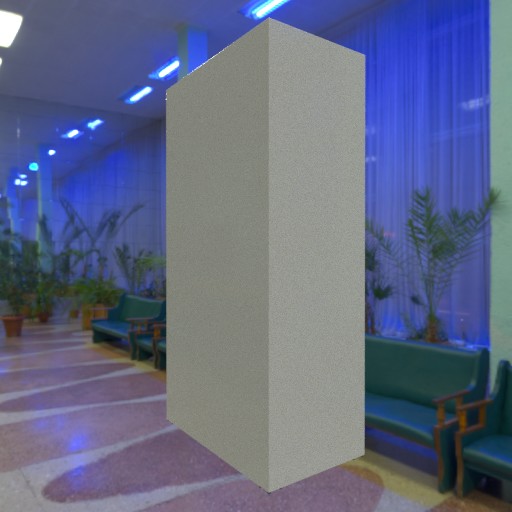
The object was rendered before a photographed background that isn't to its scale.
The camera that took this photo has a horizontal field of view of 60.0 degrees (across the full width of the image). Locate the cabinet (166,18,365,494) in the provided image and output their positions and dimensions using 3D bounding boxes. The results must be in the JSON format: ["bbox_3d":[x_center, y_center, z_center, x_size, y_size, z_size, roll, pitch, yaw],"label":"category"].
[{"bbox_3d":[0.000,0.000,2.350,0.580,1.920,0.980,0,1,-36],"label":"cabinet"}]
